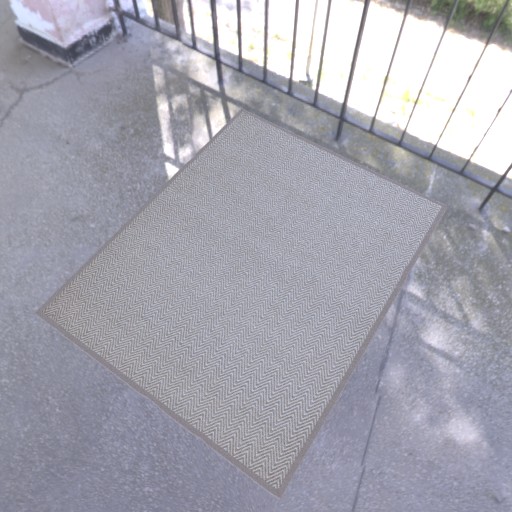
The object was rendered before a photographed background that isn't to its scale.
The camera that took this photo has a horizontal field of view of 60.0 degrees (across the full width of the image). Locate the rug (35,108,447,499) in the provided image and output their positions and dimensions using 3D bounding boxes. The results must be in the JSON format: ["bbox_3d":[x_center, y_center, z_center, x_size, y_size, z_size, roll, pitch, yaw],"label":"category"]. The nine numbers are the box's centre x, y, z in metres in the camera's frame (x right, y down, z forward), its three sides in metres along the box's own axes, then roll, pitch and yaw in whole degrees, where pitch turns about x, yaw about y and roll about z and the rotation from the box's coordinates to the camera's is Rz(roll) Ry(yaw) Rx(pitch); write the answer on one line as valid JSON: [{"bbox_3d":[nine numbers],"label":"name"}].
[{"bbox_3d":[0.000,0.000,3.982,2.434,0.032,3.007,30,64,17],"label":"rug"}]
